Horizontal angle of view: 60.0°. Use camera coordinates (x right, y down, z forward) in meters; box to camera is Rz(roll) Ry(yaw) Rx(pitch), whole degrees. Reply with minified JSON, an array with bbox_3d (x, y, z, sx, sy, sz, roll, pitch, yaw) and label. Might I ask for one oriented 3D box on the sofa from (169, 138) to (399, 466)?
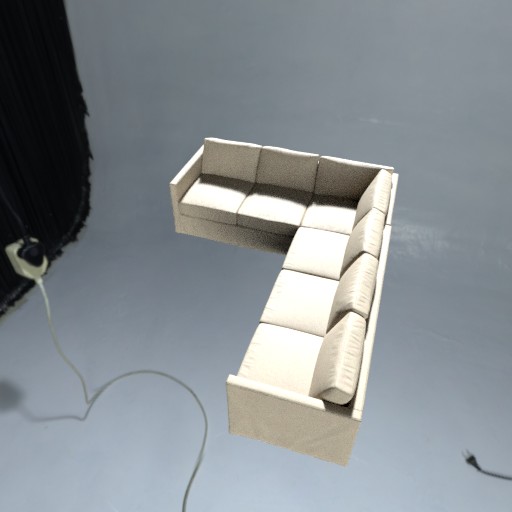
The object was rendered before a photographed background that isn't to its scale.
[{"bbox_3d":[0.000,0.000,4.371,2.432,0.871,3.182,12,43,13],"label":"sofa"}]
